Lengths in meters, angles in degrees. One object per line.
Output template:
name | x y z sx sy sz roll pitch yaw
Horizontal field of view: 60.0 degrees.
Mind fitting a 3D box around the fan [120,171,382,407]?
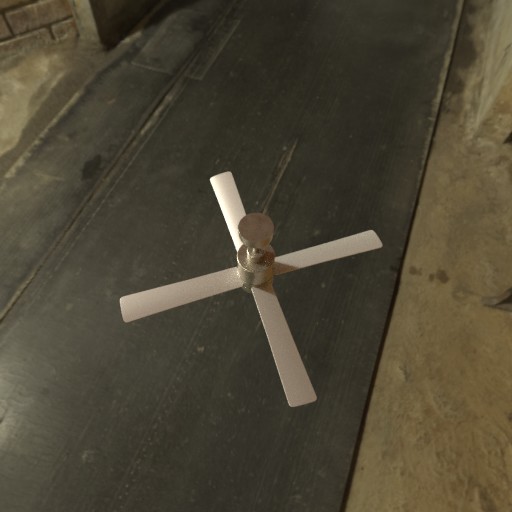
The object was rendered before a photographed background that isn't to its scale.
fan | 0.000 0.000 2.356 1.525 0.539 1.525 -15 60 -9
